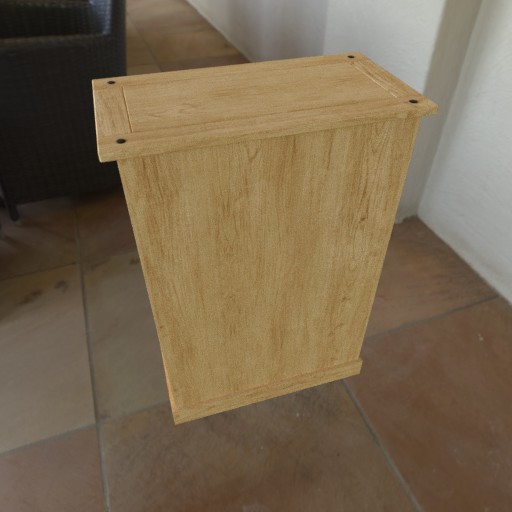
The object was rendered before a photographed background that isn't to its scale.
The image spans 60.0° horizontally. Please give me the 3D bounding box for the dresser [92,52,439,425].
[{"bbox_3d":[0.000,0.000,1.732,0.915,1.300,0.485,-12,43,-13],"label":"dresser"}]
